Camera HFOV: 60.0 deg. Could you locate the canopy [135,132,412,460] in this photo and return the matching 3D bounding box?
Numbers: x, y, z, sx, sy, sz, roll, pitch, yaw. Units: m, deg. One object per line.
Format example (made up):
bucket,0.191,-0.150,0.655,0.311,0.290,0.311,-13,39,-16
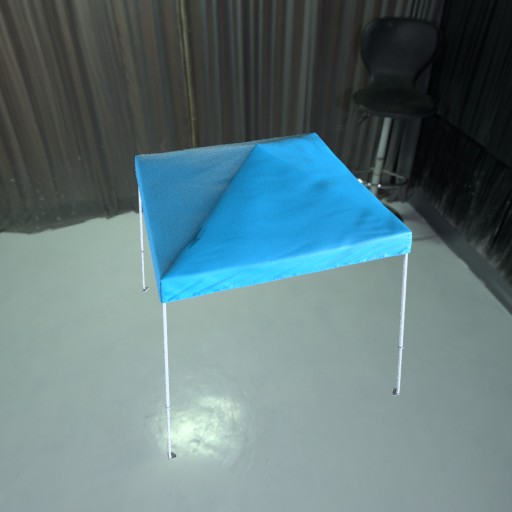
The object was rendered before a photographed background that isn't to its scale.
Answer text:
canopy,0.000,0.000,5.312,2.849,2.849,2.848,-11,40,-13
